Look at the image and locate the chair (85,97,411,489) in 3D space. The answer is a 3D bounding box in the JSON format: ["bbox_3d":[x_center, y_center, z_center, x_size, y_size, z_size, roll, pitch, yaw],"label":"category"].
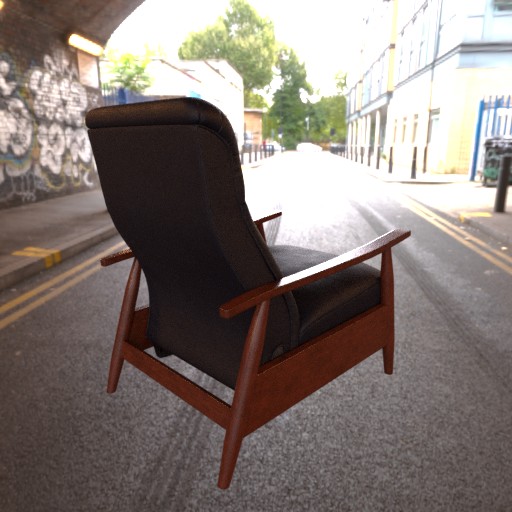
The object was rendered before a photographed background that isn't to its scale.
[{"bbox_3d":[0.000,0.000,1.722,1.014,1.082,0.762,-14,20,-42],"label":"chair"}]
